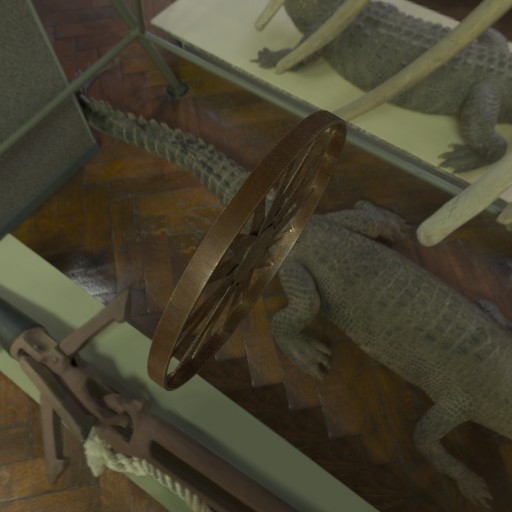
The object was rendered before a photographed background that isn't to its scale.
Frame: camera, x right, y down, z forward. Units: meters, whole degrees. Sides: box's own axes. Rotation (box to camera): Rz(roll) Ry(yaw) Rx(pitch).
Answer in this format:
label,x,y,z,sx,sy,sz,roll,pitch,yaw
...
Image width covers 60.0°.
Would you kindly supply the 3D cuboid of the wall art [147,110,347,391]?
label,x,y,z,sx,sy,sz,roll,pitch,yaw
wall art,0.000,0.000,0.849,0.084,0.583,0.582,31,67,15
